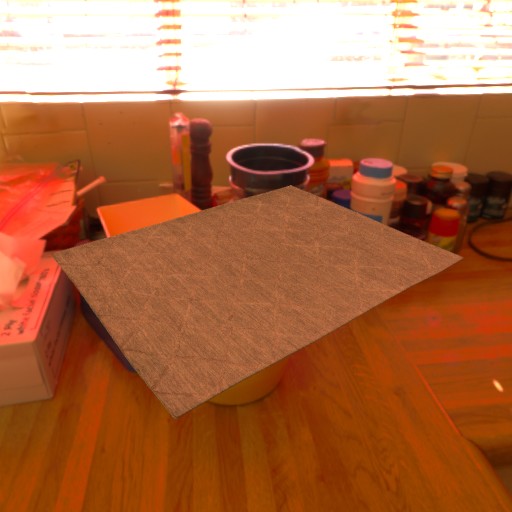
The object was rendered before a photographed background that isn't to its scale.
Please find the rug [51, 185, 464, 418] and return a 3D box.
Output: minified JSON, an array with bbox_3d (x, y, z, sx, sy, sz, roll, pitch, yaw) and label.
[{"bbox_3d":[0.000,0.000,4.145,3.048,0.013,2.438,-21,35,-32],"label":"rug"}]
